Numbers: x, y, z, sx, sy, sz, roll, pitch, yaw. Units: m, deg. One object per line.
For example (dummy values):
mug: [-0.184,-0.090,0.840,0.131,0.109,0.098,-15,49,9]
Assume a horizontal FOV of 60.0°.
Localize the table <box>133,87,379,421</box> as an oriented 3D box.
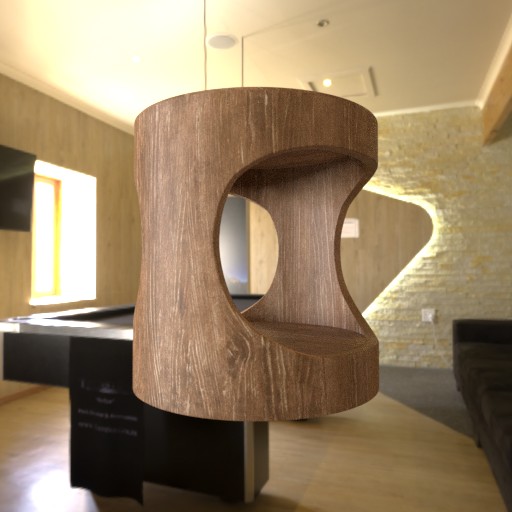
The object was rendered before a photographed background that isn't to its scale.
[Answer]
table: [0.000,0.000,0.990,0.527,0.551,0.527,0,-1,0]
